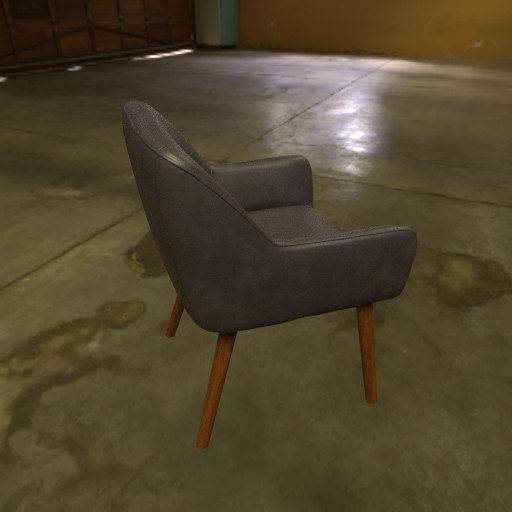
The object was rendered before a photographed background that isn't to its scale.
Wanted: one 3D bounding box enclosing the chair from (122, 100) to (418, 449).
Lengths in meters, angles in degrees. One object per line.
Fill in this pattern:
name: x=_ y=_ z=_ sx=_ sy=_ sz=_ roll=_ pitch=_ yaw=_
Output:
chair: x=0.000 y=0.000 z=1.256 sx=0.610 sy=0.828 sz=0.610 roll=-10 pitch=31 yaw=-17
